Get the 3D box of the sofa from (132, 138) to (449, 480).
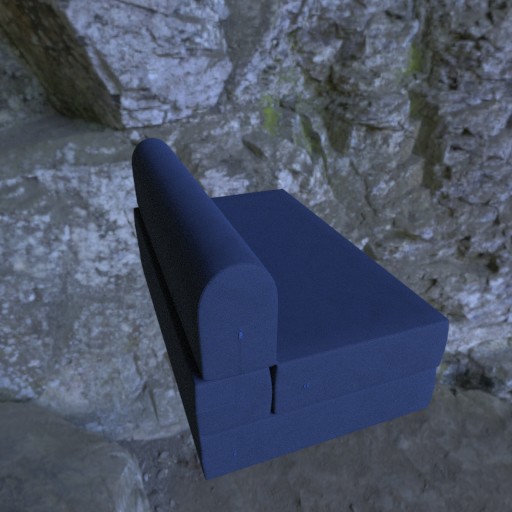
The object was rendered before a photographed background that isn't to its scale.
[{"bbox_3d":[0.000,0.000,1.658,0.762,0.660,1.219,-10,30,-18],"label":"sofa"}]
